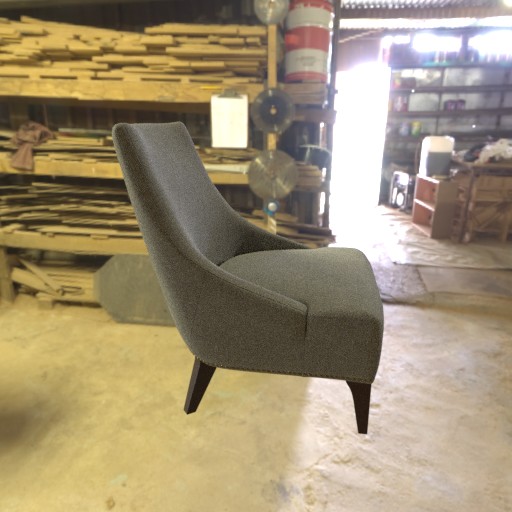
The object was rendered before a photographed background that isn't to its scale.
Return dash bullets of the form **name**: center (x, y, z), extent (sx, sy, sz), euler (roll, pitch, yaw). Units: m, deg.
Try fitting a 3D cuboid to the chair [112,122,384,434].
- **chair**: center (0.000, 0.000, 1.574), extent (0.861, 0.909, 0.701), euler (3, 17, 9)
